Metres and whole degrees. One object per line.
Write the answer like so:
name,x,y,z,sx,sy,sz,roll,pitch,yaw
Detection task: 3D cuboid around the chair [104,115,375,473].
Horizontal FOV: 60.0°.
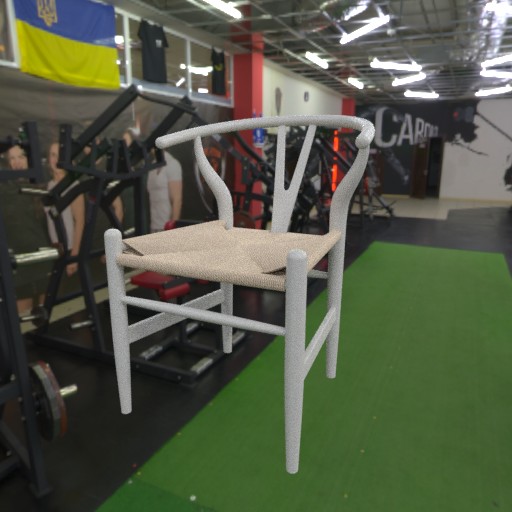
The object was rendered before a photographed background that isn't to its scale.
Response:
chair,0.000,0.000,1.150,0.569,0.730,0.579,7,15,27
